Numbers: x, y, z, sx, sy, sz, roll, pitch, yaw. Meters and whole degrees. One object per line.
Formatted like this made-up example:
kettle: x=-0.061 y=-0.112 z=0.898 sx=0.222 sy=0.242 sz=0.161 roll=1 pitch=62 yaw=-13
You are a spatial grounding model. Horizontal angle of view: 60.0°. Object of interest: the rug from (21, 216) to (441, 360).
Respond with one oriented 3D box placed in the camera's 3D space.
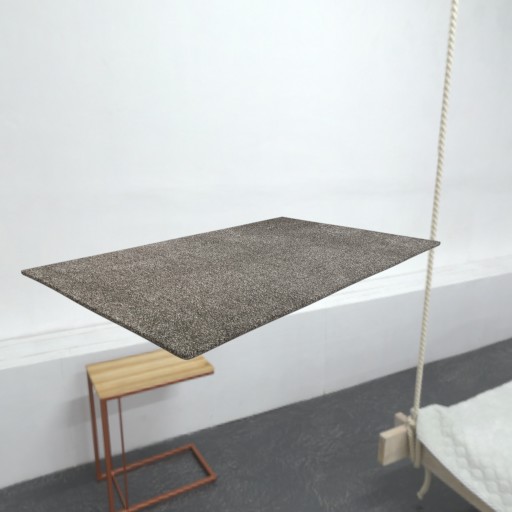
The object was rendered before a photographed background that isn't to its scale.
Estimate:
rug: x=0.000 y=0.000 z=2.879 sx=1.501 sy=0.025 sz=2.352 roll=14 pitch=20 yaw=41
